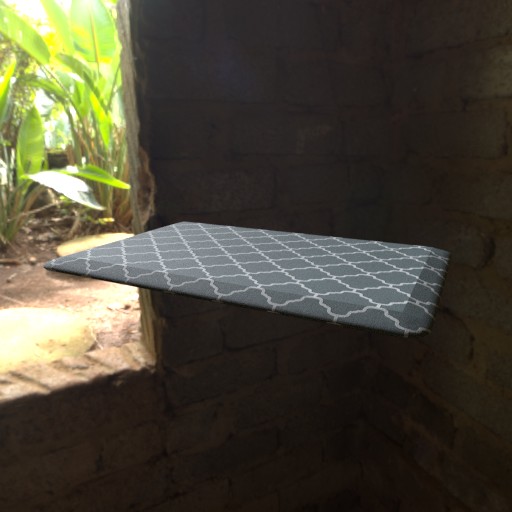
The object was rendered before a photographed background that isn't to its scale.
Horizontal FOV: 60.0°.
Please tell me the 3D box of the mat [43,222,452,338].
[{"bbox_3d":[0.000,0.000,0.965,0.762,0.021,0.508,8,17,25],"label":"mat"}]
